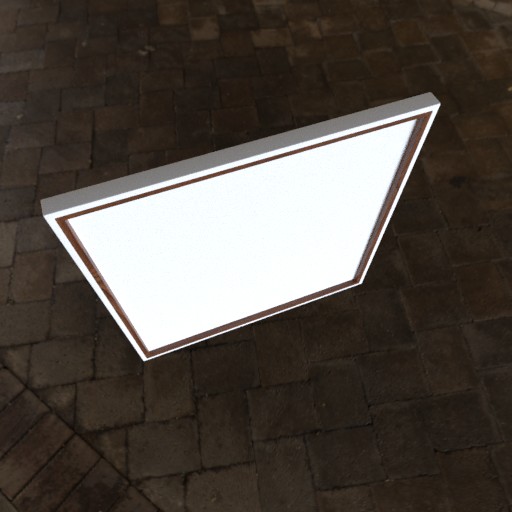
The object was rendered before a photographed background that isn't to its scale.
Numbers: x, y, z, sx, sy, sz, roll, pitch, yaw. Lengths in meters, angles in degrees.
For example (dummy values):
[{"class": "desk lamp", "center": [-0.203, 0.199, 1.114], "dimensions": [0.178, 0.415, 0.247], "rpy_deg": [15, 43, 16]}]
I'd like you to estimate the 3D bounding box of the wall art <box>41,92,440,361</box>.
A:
[{"class": "wall art", "center": [0.000, 0.000, 1.498], "dimensions": [1.009, 1.009, 0.049], "rpy_deg": [-18, 61, -11]}]
